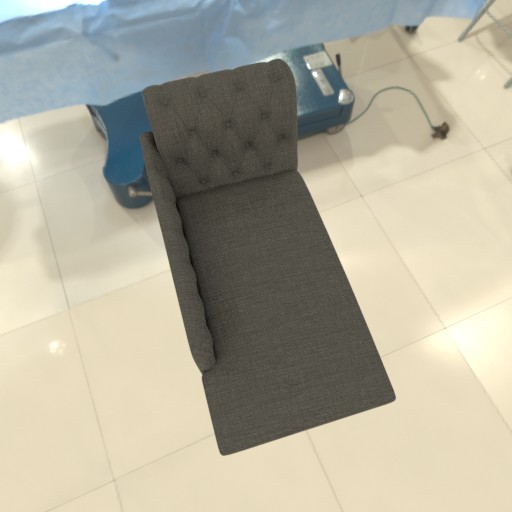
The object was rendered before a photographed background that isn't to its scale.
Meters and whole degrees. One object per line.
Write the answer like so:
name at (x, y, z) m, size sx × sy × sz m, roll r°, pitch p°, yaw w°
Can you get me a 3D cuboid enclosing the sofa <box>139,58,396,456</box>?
sofa at (0.000, 0.000, 1.825) m, size 0.675 × 0.787 × 1.379 m, roll -15°, pitch 66°, yaw -7°
